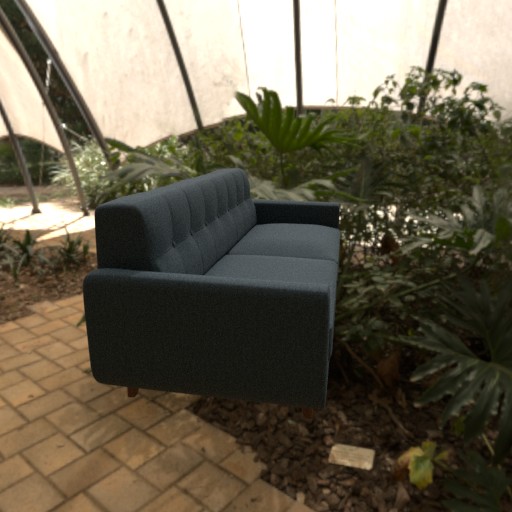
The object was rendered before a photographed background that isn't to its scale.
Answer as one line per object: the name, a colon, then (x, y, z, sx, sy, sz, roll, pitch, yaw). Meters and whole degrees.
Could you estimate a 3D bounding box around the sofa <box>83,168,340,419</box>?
sofa: (0.000, 0.000, 2.574, 0.942, 0.884, 2.055, 3, 16, 11)
